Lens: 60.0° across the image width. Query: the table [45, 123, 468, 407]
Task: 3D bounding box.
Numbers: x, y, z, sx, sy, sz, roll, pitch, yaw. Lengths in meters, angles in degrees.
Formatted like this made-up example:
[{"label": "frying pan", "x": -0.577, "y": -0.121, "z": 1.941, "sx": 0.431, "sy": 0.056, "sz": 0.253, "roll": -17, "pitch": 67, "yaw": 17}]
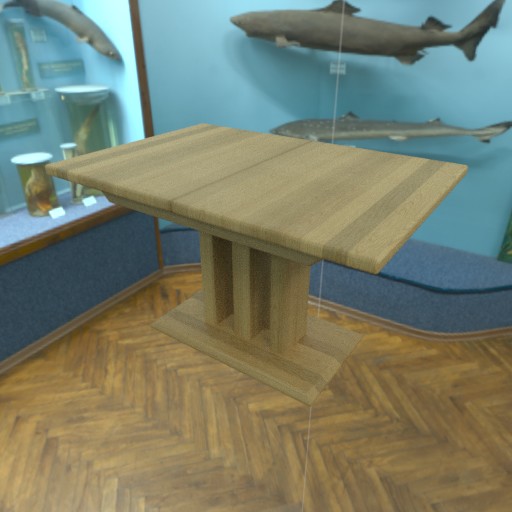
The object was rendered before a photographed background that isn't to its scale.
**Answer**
[{"label": "table", "x": 0.000, "y": 0.000, "z": 1.828, "sx": 1.300, "sy": 0.770, "sz": 0.900, "roll": 18, "pitch": 33, "yaw": 30}]
